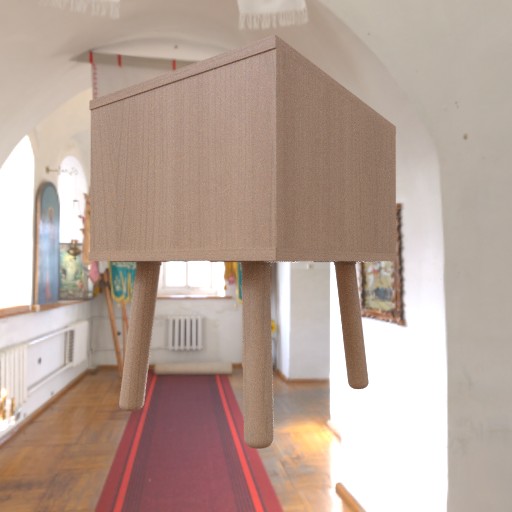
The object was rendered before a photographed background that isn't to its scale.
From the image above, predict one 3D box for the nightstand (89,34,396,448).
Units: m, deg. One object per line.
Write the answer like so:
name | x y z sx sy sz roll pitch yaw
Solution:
nightstand | 0.000 0.000 0.828 0.380 0.530 0.450 -1 -1 36
